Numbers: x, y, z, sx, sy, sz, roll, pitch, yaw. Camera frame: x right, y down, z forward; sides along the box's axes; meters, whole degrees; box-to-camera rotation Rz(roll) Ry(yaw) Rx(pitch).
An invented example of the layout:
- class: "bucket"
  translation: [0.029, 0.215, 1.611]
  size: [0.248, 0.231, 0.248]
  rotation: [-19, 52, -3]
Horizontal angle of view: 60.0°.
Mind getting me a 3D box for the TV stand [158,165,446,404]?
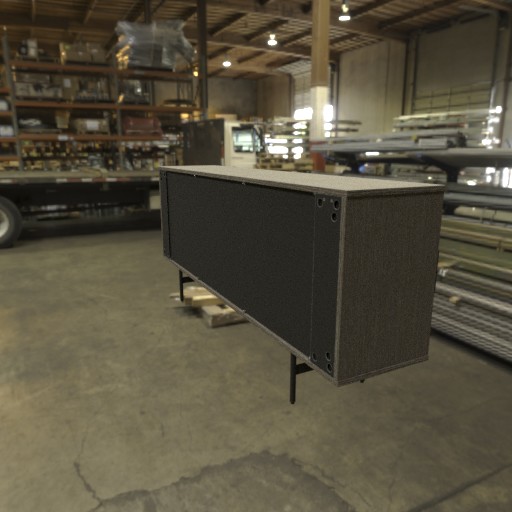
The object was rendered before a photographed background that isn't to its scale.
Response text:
- class: "TV stand"
  translation: [0.000, 0.000, 2.121]
  size: [0.405, 0.787, 1.804]
  rotation: [-7, 15, -27]
